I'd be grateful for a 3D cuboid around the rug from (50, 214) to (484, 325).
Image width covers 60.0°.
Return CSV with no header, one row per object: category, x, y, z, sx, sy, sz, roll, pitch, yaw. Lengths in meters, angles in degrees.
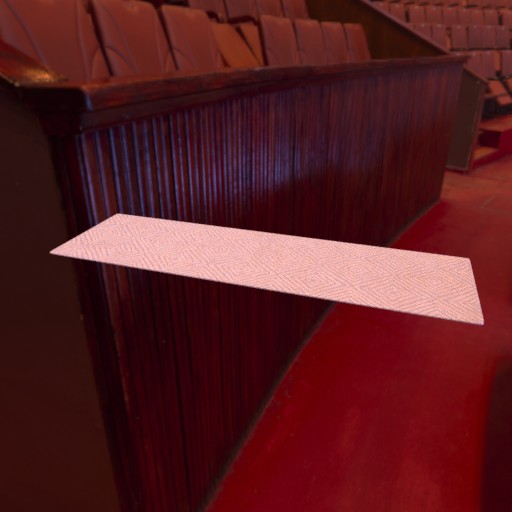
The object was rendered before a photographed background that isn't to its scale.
rug,0.000,0.000,2.501,2.277,0.008,0.676,8,27,17
